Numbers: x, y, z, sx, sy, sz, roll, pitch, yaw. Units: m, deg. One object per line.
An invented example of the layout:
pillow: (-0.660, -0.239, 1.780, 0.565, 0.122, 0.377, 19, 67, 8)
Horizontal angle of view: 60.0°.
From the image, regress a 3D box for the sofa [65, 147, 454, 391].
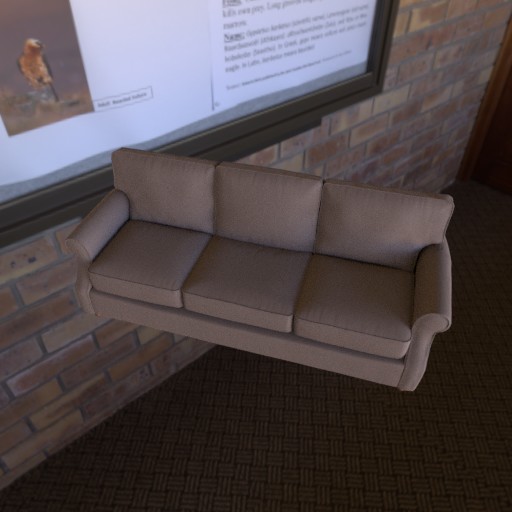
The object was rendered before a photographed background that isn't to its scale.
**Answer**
sofa: (0.000, 0.000, 2.876, 2.353, 0.948, 0.966, 11, 42, 12)
